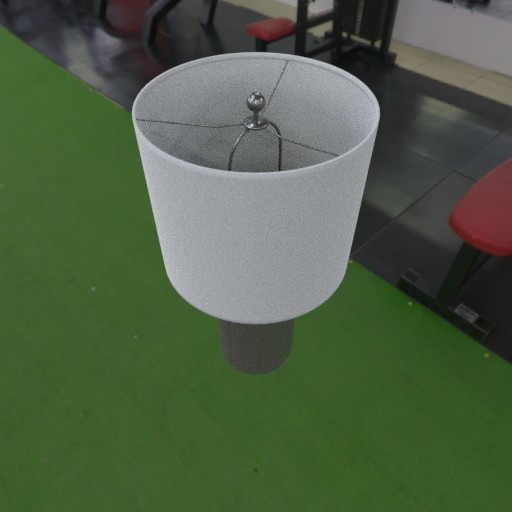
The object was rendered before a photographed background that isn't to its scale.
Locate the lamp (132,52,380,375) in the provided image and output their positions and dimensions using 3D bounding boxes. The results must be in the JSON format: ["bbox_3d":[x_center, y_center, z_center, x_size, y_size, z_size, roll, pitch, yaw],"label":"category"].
[{"bbox_3d":[0.000,0.000,0.505,0.203,0.389,0.203,-33,54,-27],"label":"lamp"}]
